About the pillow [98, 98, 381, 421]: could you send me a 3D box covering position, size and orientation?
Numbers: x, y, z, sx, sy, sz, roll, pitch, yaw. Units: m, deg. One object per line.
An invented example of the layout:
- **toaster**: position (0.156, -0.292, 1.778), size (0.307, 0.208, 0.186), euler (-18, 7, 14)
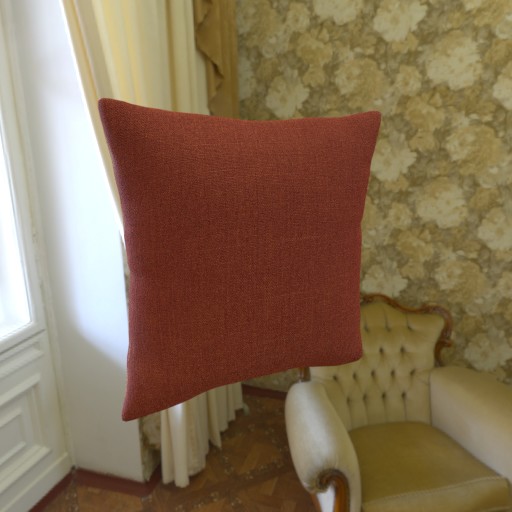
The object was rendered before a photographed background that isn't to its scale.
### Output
- **pillow**: position (0.000, 0.000, 0.668), size (0.429, 0.434, 0.159), euler (-8, 17, -26)
